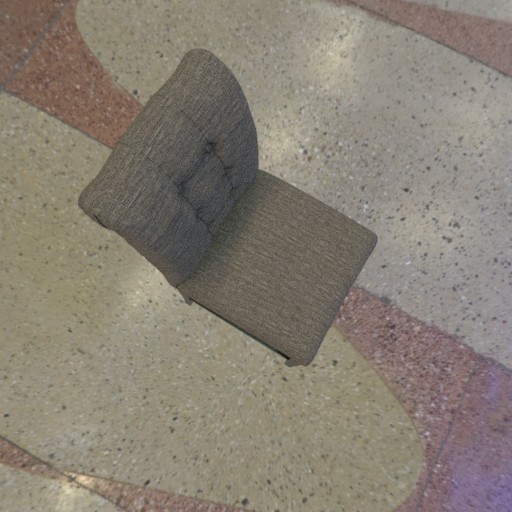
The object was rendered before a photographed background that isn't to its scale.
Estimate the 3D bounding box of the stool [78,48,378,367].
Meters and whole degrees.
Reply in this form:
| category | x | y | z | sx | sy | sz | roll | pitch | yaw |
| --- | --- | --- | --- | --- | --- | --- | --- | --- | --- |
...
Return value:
| category | x | y | z | sx | sy | sz | roll | pitch | yaw |
| --- | --- | --- | --- | --- | --- | --- | --- | --- | --- |
| stool | 0.000 | 0.000 | 1.414 | 0.613 | 1.131 | 0.452 | 30 | 77 | 8 |
